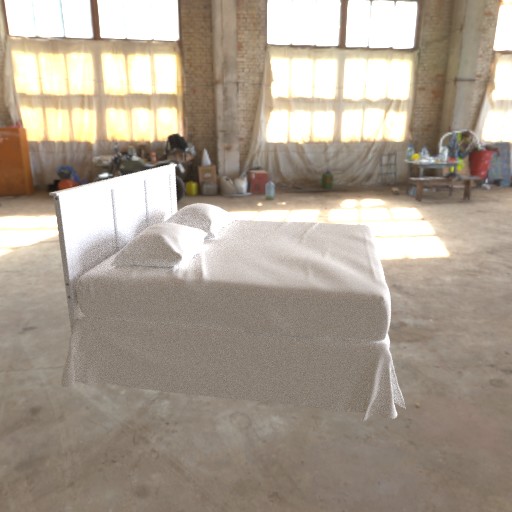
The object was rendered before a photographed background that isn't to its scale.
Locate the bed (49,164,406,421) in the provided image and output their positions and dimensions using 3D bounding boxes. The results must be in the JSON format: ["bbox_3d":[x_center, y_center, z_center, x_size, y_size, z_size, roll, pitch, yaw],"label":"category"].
[{"bbox_3d":[0.000,0.000,3.621,2.215,1.273,2.317,3,17,11],"label":"bed"}]
